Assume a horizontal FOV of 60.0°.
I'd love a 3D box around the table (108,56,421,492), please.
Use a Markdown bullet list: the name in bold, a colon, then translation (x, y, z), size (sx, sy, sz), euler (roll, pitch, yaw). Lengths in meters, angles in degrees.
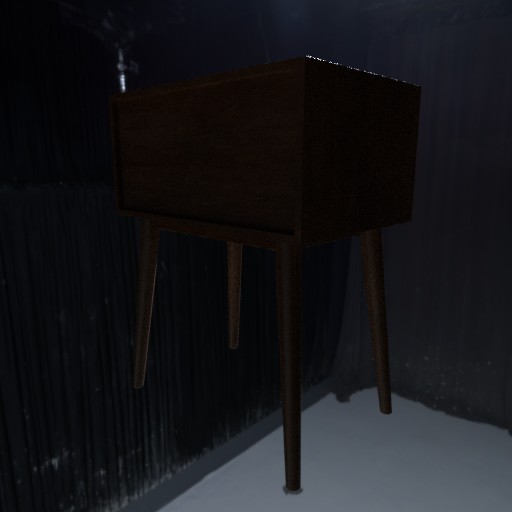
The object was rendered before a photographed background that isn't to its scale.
- **table**: translation (0.000, 0.000, 0.824), size (0.454, 0.580, 0.307), euler (12, 17, 43)
